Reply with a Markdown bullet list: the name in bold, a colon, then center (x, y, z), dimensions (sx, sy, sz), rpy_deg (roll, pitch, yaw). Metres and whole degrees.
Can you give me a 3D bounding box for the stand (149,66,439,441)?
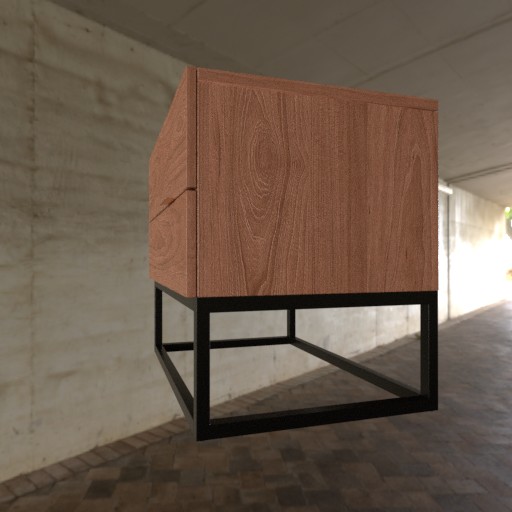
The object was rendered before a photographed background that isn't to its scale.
- **stand**: center (0.000, 0.000, 0.930), dimensions (0.420, 0.500, 0.600), rpy_deg (0, 0, -18)
